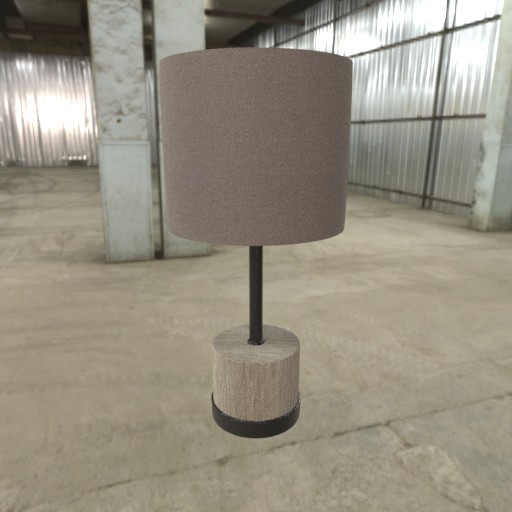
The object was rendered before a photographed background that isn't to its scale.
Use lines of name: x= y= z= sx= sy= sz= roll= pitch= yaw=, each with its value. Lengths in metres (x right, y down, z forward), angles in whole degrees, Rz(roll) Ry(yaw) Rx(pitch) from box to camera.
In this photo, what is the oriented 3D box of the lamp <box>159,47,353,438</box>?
lamp: x=0.000 y=0.000 z=0.590 sx=0.229 sy=0.470 sz=0.229 roll=2 pitch=15 yaw=8
